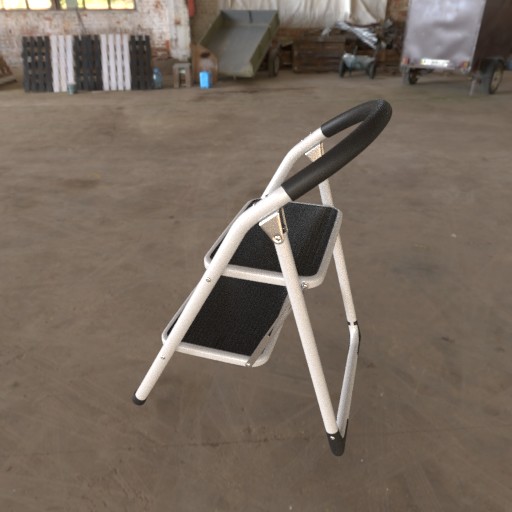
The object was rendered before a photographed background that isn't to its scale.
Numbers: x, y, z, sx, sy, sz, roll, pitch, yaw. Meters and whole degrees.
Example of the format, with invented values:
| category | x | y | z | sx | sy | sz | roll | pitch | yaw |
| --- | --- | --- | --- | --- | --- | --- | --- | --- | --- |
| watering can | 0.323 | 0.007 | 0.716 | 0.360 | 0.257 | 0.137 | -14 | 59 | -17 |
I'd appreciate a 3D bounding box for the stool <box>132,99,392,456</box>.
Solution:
| category | x | y | z | sx | sy | sz | roll | pitch | yaw |
| --- | --- | --- | --- | --- | --- | --- | --- | --- | --- |
| stool | 0.000 | 0.000 | 1.096 | 0.559 | 0.760 | 0.453 | 9 | 32 | 14 |
